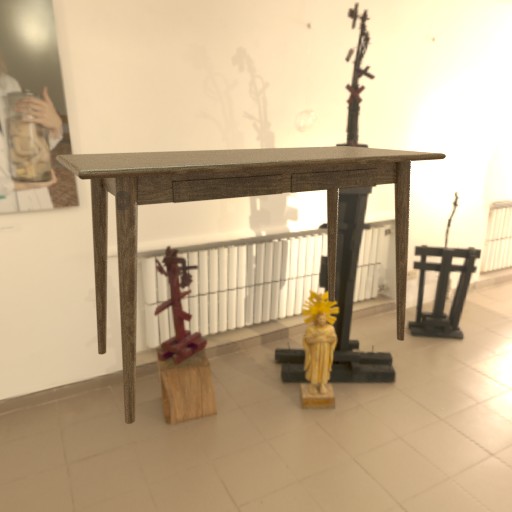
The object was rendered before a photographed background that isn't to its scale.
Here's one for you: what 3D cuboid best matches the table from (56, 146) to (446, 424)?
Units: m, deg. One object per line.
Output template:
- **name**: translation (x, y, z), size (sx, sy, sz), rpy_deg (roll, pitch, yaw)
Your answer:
- **table**: translation (0.000, 0.000, 1.734), size (1.300, 0.780, 0.599), rpy_deg (-9, 19, -27)
